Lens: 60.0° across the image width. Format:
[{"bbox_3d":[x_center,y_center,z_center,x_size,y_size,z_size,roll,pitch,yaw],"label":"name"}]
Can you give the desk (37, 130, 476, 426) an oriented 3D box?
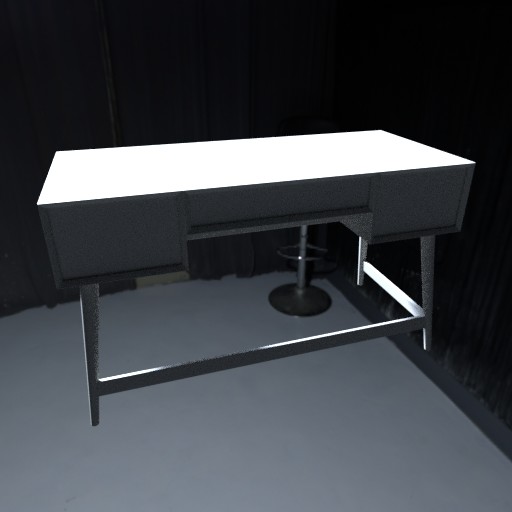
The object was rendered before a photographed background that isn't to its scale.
[{"bbox_3d":[0.000,0.000,1.687,1.313,0.762,0.589,-8,28,-16],"label":"desk"}]
